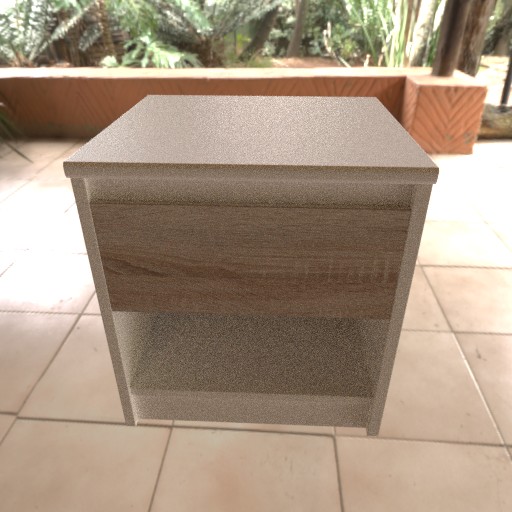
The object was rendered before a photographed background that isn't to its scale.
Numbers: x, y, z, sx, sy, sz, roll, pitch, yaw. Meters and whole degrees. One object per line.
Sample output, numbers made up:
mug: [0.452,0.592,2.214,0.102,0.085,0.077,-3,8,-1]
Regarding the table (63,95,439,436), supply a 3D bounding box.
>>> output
table: [0.000,0.000,0.772,0.420,0.460,0.380,1,31,2]
